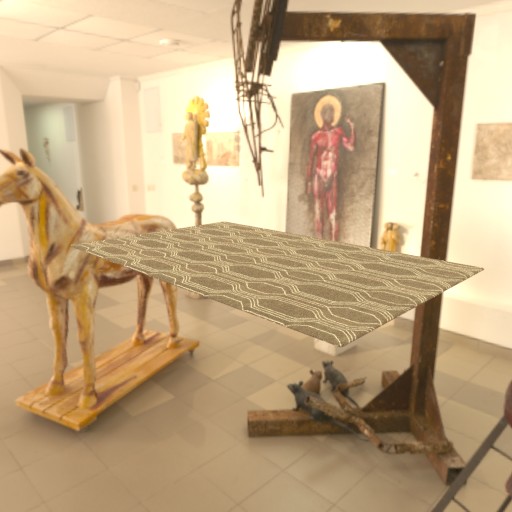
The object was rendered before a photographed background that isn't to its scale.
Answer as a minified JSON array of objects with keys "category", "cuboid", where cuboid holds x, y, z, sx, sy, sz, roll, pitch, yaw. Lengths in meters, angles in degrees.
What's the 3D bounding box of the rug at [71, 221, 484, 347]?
[{"category":"rug","cuboid":[0.000,0.000,3.054,2.457,0.012,1.541,14,20,43]}]
